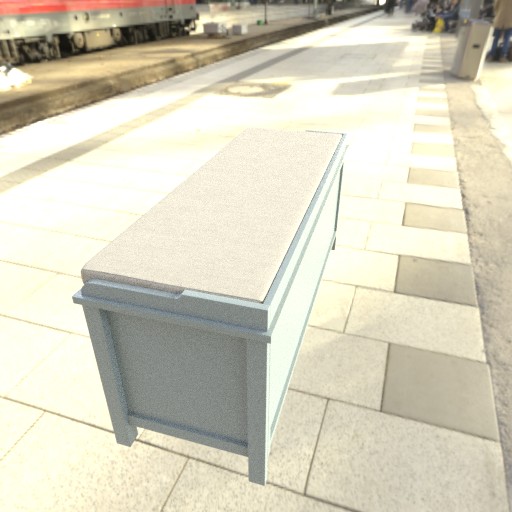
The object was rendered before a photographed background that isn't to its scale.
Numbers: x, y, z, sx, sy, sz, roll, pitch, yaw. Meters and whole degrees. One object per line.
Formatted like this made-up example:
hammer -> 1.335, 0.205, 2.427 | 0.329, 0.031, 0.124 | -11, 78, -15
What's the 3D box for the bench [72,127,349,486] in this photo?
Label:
bench -> 0.000, 0.000, 1.377 | 0.398, 0.501, 1.140 | 9, 32, 14
